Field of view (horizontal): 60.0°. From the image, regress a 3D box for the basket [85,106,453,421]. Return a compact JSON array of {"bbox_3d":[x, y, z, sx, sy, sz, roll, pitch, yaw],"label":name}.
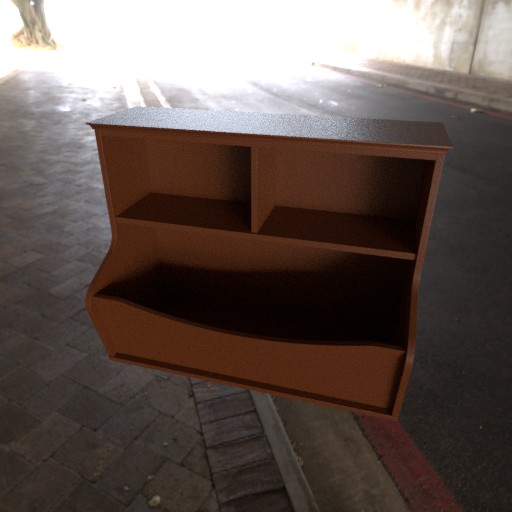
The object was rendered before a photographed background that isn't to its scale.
[{"bbox_3d":[0.000,0.000,1.111,0.792,0.625,0.376,8,29,14],"label":"basket"}]
